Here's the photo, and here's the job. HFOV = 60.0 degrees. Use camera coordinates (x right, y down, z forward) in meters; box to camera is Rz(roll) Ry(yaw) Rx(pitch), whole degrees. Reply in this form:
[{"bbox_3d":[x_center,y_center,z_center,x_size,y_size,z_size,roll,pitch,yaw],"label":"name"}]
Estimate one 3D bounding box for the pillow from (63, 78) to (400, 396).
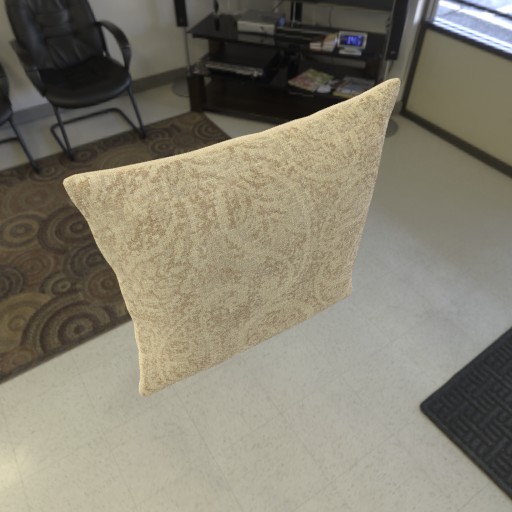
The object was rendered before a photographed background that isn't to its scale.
[{"bbox_3d":[0.000,0.000,0.774,0.523,0.510,0.166,-23,50,-21],"label":"pillow"}]
